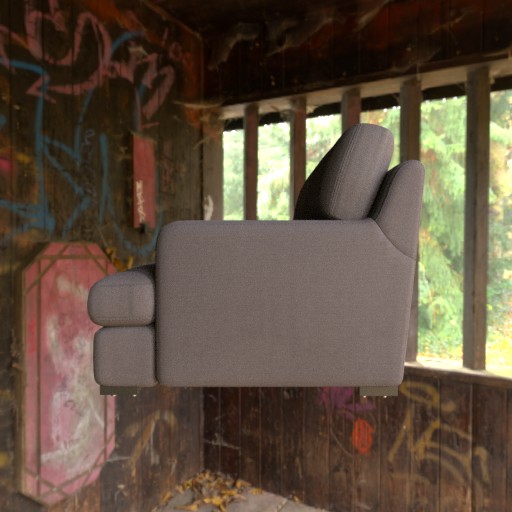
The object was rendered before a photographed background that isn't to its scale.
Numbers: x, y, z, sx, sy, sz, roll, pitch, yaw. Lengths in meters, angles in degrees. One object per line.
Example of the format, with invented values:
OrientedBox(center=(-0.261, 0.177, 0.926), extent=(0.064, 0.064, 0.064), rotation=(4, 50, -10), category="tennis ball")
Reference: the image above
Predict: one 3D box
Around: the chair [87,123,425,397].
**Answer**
OrientedBox(center=(0.000, 0.000, 2.013), extent=(1.143, 0.940, 1.168), rotation=(0, 1, 0), category="chair")
